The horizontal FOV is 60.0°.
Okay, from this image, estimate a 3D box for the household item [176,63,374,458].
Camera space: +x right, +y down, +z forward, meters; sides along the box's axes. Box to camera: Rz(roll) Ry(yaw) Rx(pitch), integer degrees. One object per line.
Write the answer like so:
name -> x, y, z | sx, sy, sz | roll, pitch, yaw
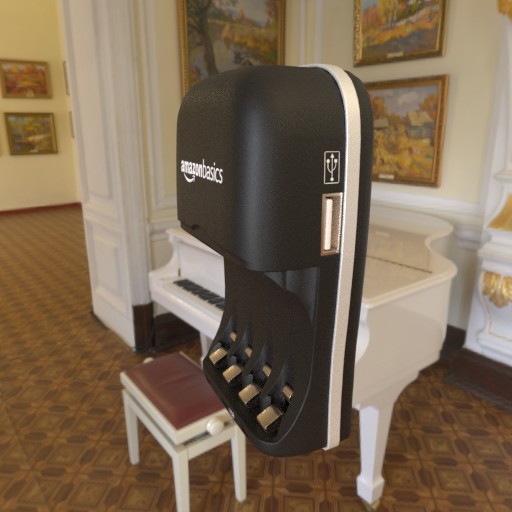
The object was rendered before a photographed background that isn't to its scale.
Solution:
household item -> 0.000, 0.000, 0.145 | 0.038, 0.114, 0.070 | -8, 18, -25
